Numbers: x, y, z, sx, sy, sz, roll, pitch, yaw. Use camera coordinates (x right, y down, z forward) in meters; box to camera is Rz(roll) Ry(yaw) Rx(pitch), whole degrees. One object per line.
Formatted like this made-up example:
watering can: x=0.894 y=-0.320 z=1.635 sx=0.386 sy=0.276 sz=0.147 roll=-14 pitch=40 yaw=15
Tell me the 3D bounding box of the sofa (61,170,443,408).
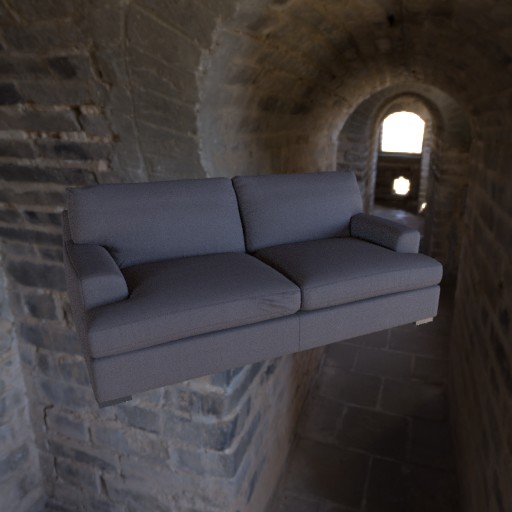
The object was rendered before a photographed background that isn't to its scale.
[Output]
sofa: x=0.000 y=0.000 z=2.872 sx=2.271 sy=0.950 sz=1.140 roll=-8 pitch=19 yaw=-25
